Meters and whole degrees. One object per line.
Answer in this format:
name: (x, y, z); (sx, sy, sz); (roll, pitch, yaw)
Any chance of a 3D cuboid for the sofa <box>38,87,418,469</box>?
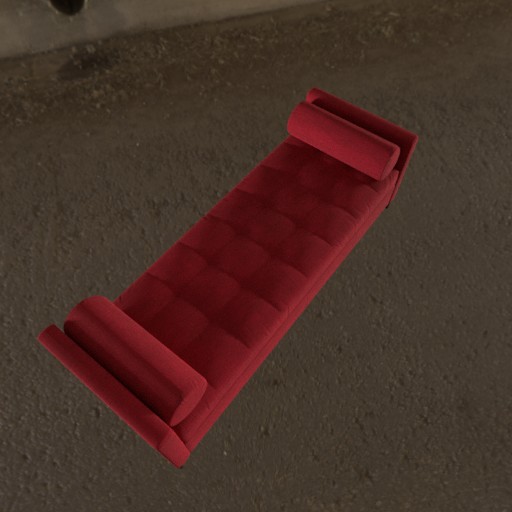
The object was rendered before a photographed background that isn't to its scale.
sofa: (0.000, 0.000, 2.313); (0.686, 0.635, 1.981); (33, 63, 19)
